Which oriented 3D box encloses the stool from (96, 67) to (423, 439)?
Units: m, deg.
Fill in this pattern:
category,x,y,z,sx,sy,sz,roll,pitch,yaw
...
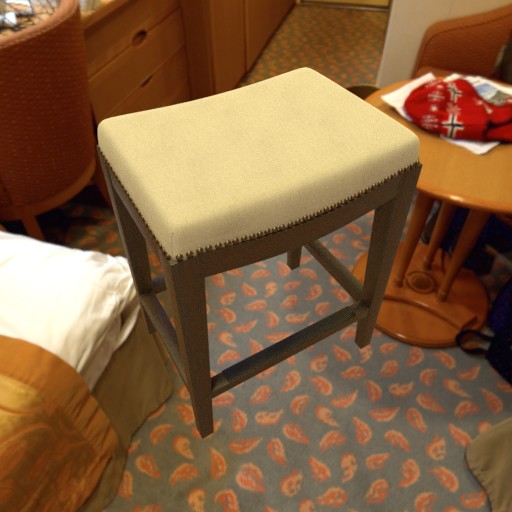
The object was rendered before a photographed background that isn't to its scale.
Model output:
category,x,y,z,sx,sy,sz,roll,pitch,yaw
stool,0.000,0.000,0.991,0.500,0.642,0.361,-23,50,-21
